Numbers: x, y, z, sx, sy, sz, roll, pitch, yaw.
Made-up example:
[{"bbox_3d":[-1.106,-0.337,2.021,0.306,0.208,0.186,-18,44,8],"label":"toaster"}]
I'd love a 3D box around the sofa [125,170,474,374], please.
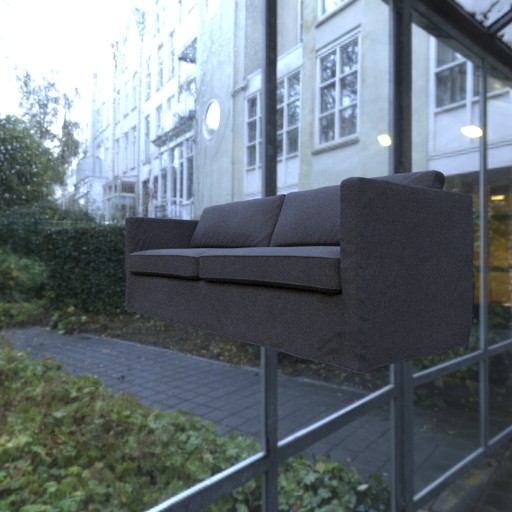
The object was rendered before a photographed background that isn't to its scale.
[{"bbox_3d":[0.000,0.000,3.285,1.036,0.998,2.779,0,0,-37],"label":"sofa"}]
